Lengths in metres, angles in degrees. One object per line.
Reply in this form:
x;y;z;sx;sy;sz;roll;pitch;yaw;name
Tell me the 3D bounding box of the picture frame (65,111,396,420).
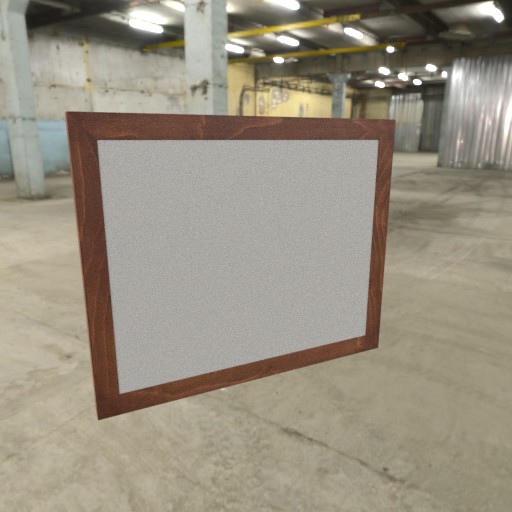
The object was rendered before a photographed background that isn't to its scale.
0.000;0.000;0.761;0.559;0.457;0.025;-7;16;-25;picture frame
